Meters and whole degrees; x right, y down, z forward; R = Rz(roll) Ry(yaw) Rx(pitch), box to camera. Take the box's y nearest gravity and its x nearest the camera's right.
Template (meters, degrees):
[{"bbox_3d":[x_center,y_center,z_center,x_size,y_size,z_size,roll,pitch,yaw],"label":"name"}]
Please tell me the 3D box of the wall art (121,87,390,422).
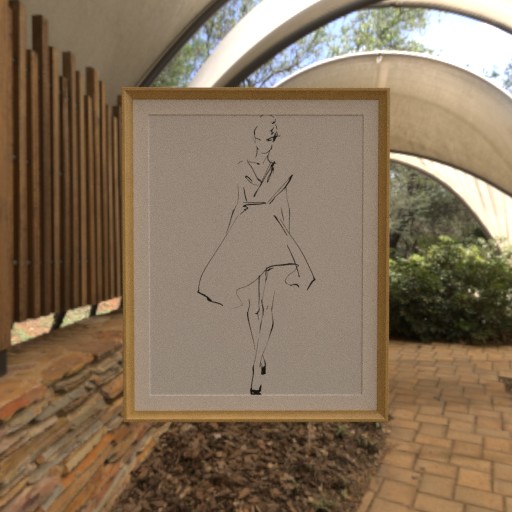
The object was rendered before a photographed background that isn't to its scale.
[{"bbox_3d":[0.000,0.000,1.341,0.798,1.002,0.030,0,1,0],"label":"wall art"}]
